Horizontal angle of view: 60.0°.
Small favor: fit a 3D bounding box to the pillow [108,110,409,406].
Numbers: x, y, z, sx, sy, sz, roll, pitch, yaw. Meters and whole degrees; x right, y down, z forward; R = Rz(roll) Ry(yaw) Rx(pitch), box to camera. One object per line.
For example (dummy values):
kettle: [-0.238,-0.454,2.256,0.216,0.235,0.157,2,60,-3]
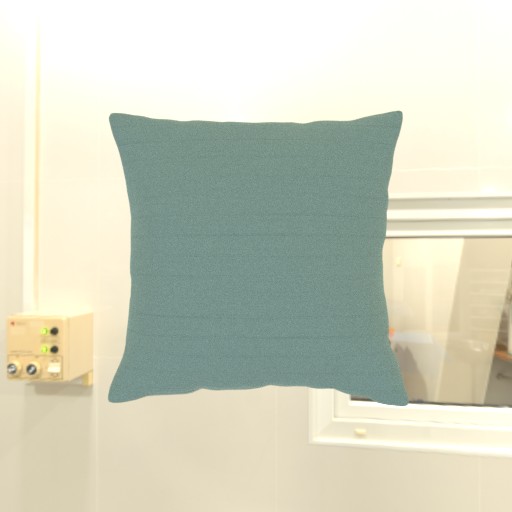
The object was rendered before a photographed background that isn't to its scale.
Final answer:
pillow: [0.000,0.000,0.700,0.470,0.464,0.175,0,0,1]
